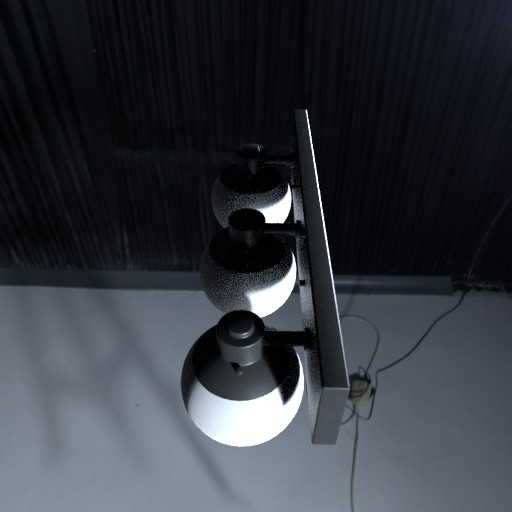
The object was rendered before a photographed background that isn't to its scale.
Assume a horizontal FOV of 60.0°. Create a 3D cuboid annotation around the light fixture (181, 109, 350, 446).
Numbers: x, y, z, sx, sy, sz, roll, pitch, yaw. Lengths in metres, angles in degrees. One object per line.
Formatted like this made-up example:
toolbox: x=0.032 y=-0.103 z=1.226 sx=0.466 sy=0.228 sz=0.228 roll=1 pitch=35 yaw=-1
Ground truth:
light fixture: x=0.000 y=0.000 z=0.835 sx=0.218 sy=0.263 sz=0.721 roll=1 pitch=42 yaw=1
